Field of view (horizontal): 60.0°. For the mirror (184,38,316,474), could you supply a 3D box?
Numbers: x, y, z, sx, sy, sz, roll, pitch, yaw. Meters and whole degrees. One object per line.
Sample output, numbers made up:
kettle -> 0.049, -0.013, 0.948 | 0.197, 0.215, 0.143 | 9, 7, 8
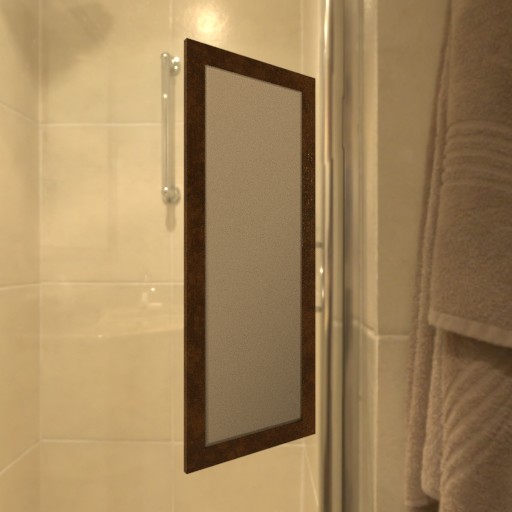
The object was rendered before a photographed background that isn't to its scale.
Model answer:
mirror -> 0.000, 0.000, 2.310 | 0.812, 2.031, 0.032 | 0, 0, -35
